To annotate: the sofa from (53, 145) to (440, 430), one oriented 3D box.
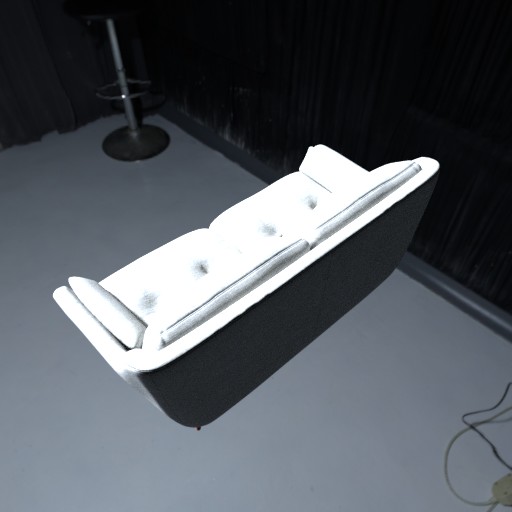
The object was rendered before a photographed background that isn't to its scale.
[{"bbox_3d":[0.000,0.000,2.443,1.930,0.897,0.976,-33,56,-27],"label":"sofa"}]
